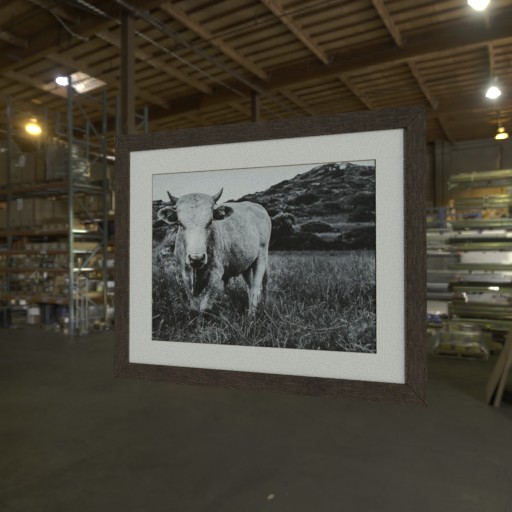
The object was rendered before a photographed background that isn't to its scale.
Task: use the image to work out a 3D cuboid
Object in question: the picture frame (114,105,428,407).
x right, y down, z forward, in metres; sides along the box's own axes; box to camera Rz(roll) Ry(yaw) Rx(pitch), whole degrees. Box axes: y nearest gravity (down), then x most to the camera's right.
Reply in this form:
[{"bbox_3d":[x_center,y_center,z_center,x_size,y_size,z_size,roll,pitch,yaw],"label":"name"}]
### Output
[{"bbox_3d":[0.000,0.000,0.761,0.546,0.455,0.026,0,-1,17],"label":"picture frame"}]
